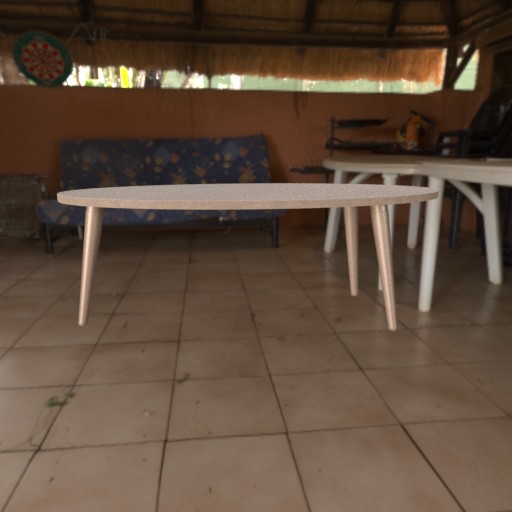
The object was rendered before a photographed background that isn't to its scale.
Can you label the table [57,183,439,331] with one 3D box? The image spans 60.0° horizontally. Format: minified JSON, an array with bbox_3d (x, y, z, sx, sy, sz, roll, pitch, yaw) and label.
[{"bbox_3d":[0.000,0.000,1.324,1.083,0.390,0.542,-2,13,-7],"label":"table"}]
